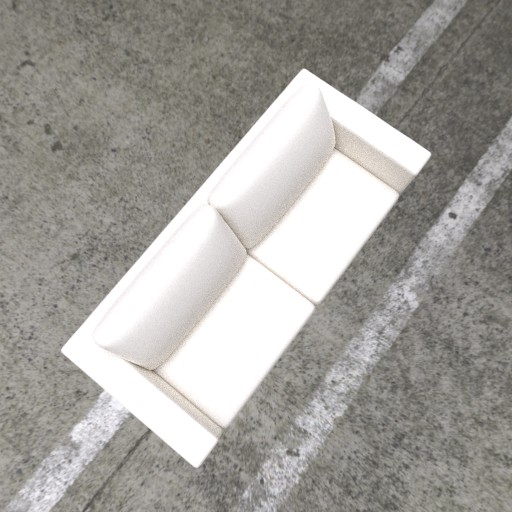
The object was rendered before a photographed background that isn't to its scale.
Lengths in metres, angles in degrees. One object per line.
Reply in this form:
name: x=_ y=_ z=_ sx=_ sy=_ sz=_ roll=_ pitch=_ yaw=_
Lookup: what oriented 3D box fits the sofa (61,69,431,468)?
sofa: x=0.000 y=0.000 z=2.631 sx=0.954 sy=0.881 sz=2.163 roll=37 pitch=79 yaw=8
